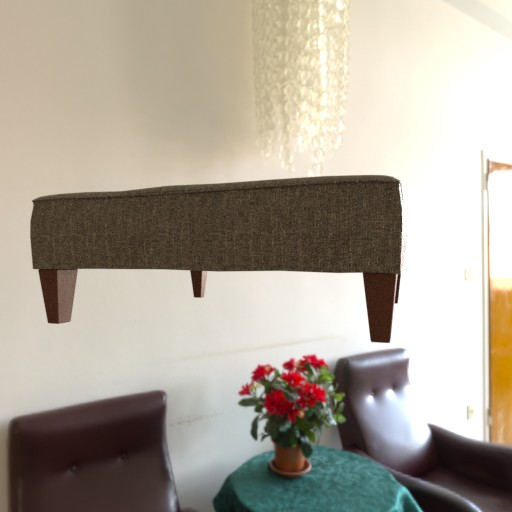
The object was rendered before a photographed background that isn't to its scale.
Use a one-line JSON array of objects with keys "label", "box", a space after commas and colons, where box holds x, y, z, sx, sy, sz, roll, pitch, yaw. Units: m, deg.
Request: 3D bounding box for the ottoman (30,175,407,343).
[{"label": "ottoman", "box": [0.000, 0.000, 1.518, 0.981, 0.379, 1.016, 0, 0, 19]}]
